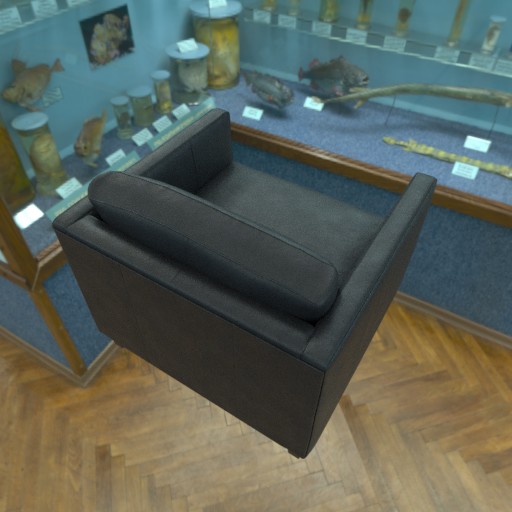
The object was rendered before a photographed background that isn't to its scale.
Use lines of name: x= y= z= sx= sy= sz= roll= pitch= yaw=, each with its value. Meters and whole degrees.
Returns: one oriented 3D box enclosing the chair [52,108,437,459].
chair: x=0.000 y=0.000 z=1.589 sx=0.939 sy=0.811 sz=0.862 roll=24 pitch=51 yaw=22
